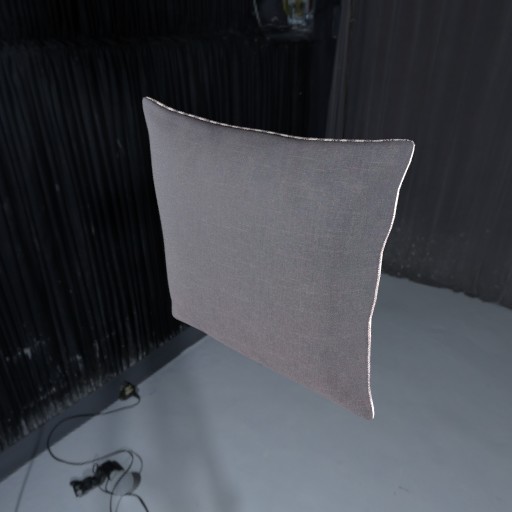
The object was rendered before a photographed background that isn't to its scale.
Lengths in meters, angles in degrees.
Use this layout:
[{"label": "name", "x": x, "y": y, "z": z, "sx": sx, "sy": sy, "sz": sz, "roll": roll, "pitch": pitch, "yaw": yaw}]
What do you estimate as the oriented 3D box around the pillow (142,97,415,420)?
[{"label": "pillow", "x": 0.000, "y": 0.000, "z": 0.812, "sx": 0.523, "sy": 0.506, "sz": 0.166, "roll": 21, "pitch": 35, "yaw": 32}]
